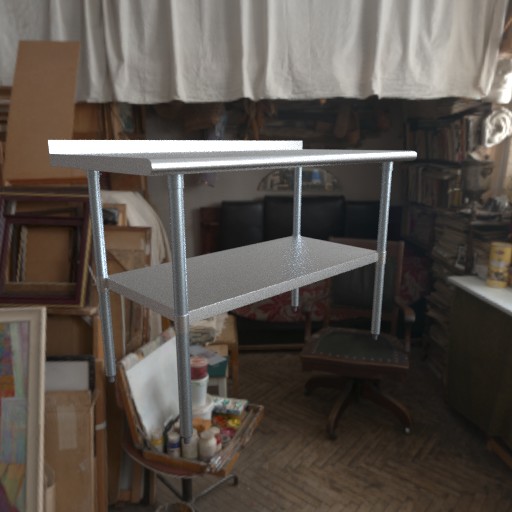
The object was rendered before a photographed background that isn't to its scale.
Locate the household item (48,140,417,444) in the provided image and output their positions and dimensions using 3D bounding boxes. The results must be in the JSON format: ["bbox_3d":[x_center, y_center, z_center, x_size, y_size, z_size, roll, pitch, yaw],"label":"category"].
[{"bbox_3d":[0.000,0.000,1.686,1.219,0.851,0.610,-13,20,-42],"label":"household item"}]
